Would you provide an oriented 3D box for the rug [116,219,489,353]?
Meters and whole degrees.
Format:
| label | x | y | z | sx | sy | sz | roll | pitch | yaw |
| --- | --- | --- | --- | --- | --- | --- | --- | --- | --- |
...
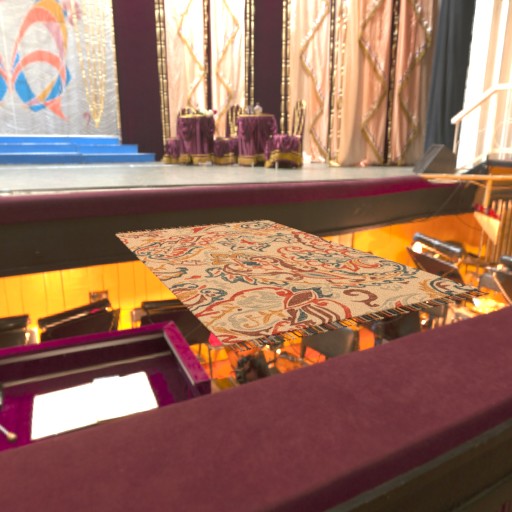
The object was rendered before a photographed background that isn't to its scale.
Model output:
| label | x | y | z | sx | sy | sz | roll | pitch | yaw |
| --- | --- | --- | --- | --- | --- | --- | --- | --- | --- |
| rug | 0.000 | 0.000 | 3.169 | 1.523 | 0.010 | 2.584 | -7 | 16 | -26 |
